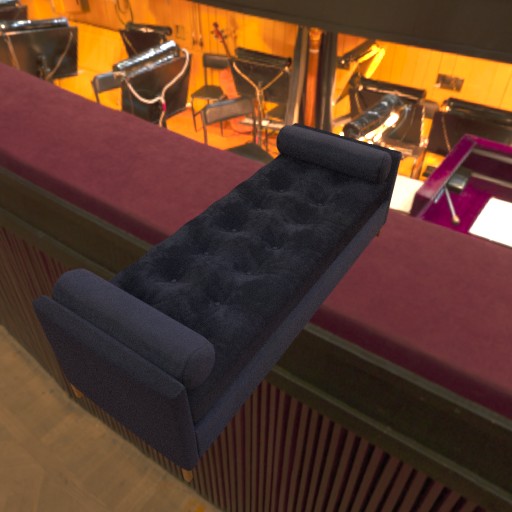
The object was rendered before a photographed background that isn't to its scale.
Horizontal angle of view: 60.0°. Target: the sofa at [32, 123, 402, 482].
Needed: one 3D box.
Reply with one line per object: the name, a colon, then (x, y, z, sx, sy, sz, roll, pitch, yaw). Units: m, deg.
sofa: (0.000, 0.000, 2.440, 0.796, 0.705, 2.102, 24, 46, 25)
